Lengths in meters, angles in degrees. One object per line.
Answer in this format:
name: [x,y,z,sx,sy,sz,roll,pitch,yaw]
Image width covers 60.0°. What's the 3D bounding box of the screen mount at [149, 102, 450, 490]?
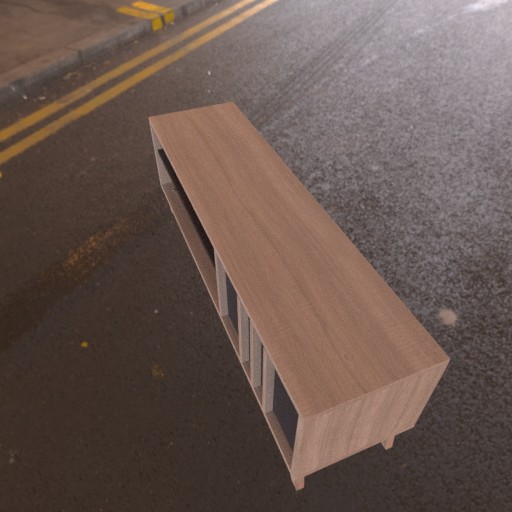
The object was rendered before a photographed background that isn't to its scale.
screen mount: [0.000,0.000,1.685,0.401,0.509,1.500,-16,46,-16]
